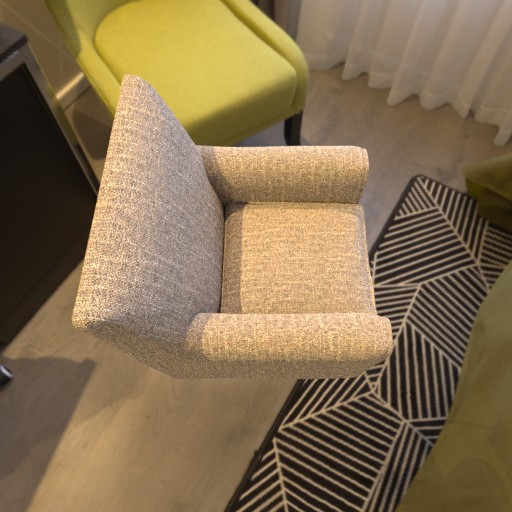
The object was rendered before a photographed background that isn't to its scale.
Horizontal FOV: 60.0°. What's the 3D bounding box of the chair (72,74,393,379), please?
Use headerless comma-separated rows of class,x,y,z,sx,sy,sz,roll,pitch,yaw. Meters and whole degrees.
chair,0.000,0.000,1.647,0.873,0.928,0.864,1,63,0
